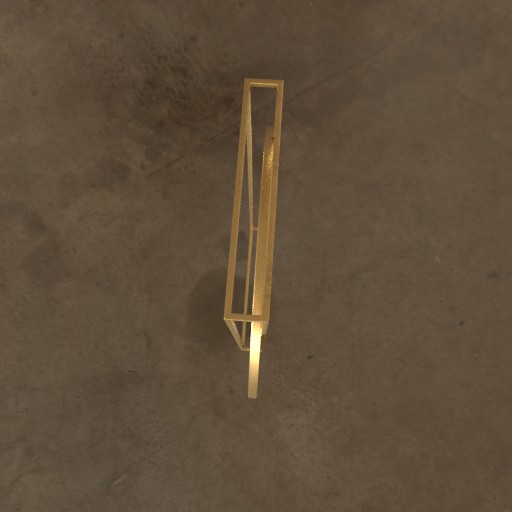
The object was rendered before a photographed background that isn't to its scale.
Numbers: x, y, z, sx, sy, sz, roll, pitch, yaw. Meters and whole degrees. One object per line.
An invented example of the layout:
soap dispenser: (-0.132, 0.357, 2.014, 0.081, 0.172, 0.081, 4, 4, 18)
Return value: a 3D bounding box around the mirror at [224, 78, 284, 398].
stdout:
mirror: (0.000, 0.000, 0.827, 0.051, 0.603, 0.508, 4, 75, 1)
